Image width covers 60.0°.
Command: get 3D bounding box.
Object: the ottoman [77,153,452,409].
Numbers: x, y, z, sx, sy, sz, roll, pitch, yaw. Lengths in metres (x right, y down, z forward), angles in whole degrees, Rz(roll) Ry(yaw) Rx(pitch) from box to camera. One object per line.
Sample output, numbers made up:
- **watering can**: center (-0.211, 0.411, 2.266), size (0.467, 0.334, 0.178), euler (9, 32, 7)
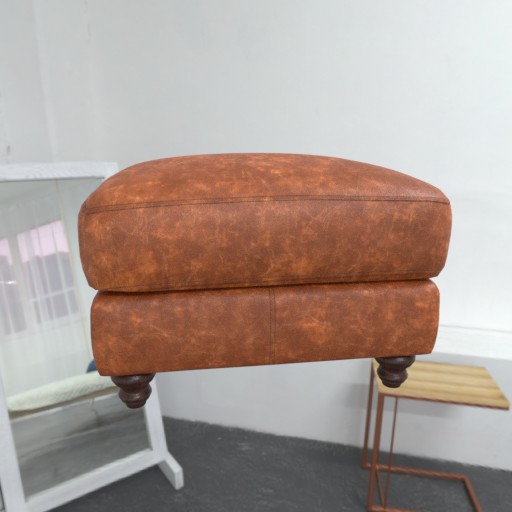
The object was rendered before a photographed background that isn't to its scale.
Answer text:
- **ottoman**: center (0.000, 0.000, 1.247), size (0.832, 0.562, 0.657), euler (-2, 16, -8)
